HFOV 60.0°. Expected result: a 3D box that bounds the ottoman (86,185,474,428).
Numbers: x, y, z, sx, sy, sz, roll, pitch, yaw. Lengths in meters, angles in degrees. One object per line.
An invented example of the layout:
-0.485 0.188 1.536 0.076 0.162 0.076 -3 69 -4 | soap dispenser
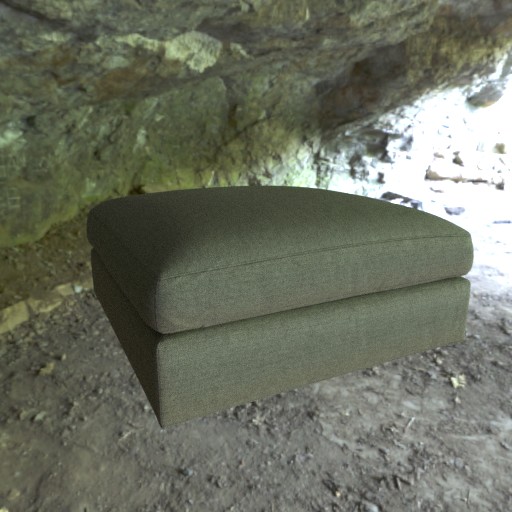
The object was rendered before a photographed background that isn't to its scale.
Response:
0.000 0.000 1.610 1.041 0.470 1.041 -7 16 -26 | ottoman
